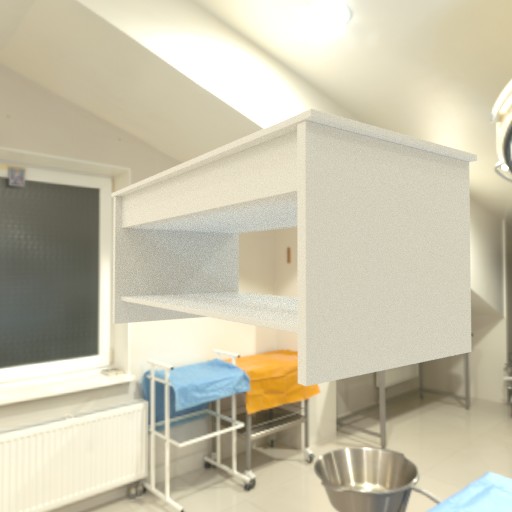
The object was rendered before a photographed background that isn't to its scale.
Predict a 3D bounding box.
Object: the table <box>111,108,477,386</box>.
[{"bbox_3d":[0.000,0.000,1.247,0.500,0.441,1.000,1,-2,-36],"label":"table"}]
